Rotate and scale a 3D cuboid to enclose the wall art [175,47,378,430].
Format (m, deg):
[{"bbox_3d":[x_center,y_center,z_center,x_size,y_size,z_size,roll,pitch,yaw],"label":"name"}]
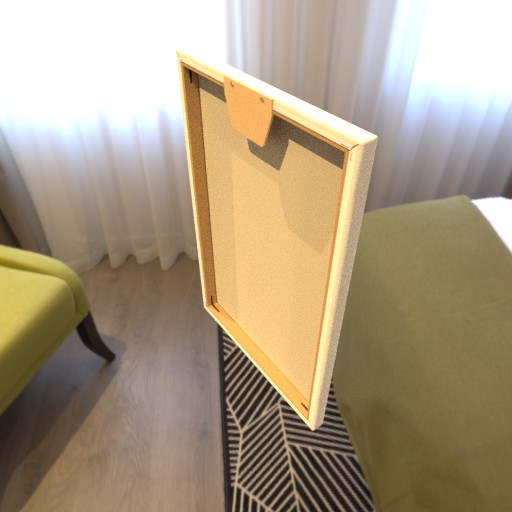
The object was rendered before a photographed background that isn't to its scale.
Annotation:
[{"bbox_3d":[0.000,0.000,1.174,0.048,0.902,0.602,-26,47,-27],"label":"wall art"}]
